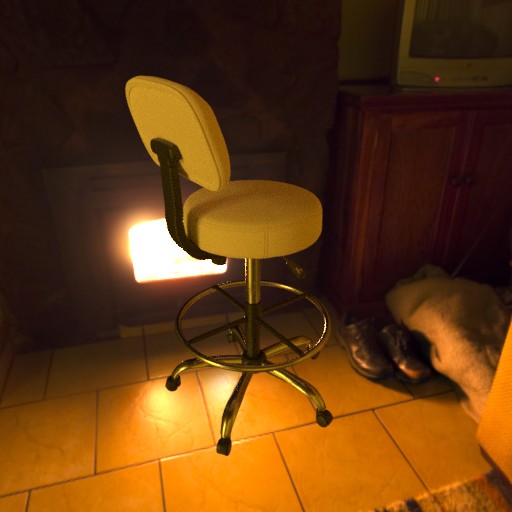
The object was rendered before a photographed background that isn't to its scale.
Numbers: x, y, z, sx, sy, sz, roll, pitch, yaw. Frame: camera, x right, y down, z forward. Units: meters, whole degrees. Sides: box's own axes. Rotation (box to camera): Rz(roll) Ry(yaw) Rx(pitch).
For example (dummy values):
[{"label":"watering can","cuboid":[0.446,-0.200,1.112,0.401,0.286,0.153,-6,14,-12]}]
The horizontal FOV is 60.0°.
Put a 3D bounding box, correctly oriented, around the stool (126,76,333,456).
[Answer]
[{"label":"stool","cuboid":[0.000,0.000,1.404,0.616,1.080,0.609,-18,32,-32]}]
